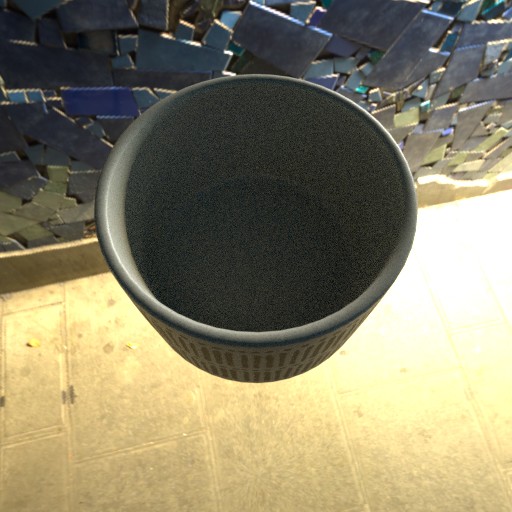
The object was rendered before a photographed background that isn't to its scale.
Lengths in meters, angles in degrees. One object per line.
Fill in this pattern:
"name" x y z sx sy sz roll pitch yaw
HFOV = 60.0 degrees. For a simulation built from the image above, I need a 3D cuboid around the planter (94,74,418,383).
"planter" 0.000 0.000 0.571 0.317 0.303 0.317 0 64 0
